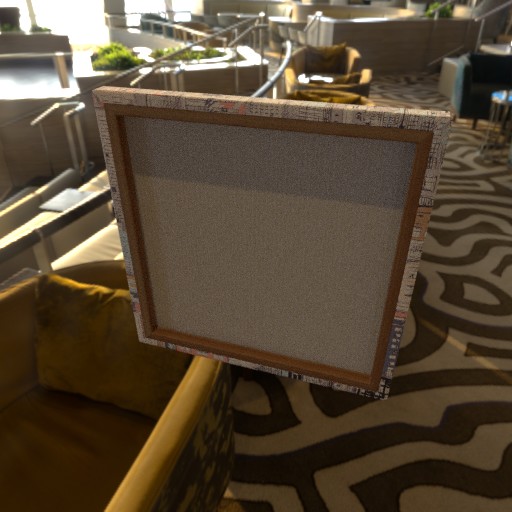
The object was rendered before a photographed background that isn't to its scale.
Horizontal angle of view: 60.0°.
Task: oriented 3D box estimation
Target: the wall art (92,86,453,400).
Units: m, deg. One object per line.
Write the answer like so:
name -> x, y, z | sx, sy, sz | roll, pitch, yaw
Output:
wall art -> 0.000, 0.000, 0.891 | 0.607, 0.608, 0.038 | 10, 34, 15
